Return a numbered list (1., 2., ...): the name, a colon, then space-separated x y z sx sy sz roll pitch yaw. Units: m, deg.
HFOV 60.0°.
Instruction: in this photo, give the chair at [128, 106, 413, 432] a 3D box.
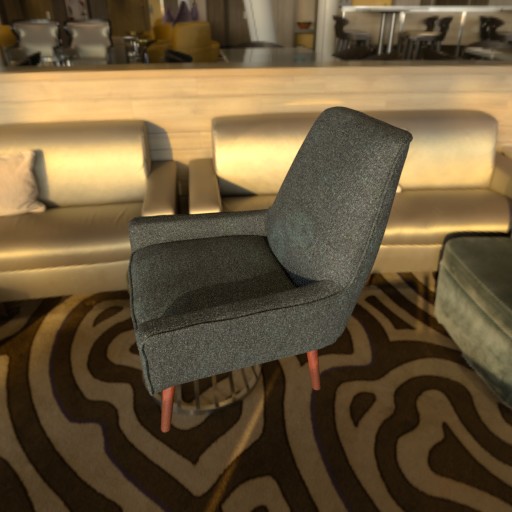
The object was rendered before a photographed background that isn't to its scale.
1. chair: 0.000 0.000 1.517 0.859 0.883 0.763 -8 30 -14
